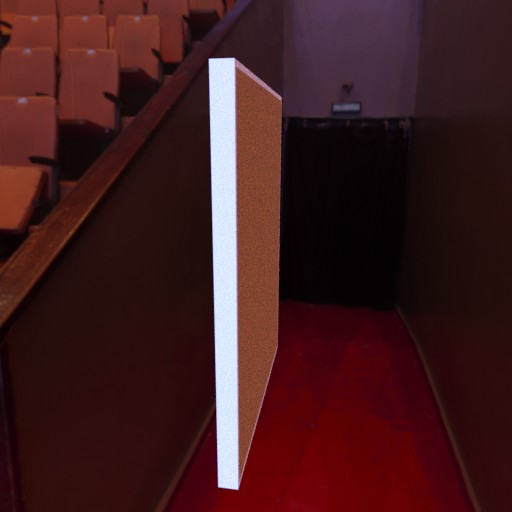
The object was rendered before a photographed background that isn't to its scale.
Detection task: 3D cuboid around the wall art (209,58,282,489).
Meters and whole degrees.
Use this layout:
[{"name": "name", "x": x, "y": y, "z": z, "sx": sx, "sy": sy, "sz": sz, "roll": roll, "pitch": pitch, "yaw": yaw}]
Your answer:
[{"name": "wall art", "x": 0.000, "y": 0.000, "z": 0.753, "sx": 0.030, "sy": 0.549, "sz": 0.443, "roll": 2, "pitch": 15, "yaw": 9}]
